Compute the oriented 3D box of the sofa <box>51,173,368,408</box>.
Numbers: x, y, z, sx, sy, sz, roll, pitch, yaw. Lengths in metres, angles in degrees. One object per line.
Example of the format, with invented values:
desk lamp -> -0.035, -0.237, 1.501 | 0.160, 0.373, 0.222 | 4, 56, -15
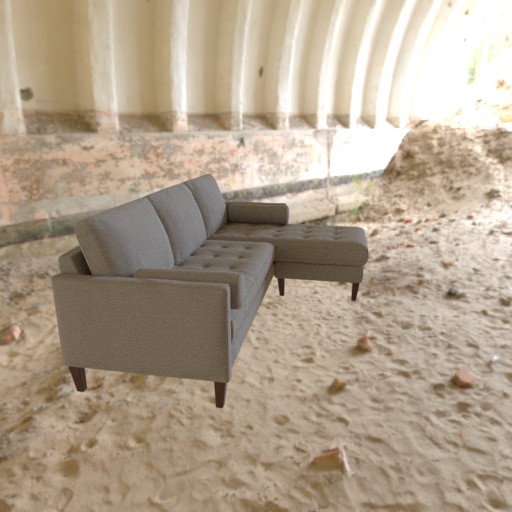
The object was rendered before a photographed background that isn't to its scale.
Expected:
sofa -> 0.000, 0.000, 2.940 | 1.506, 0.875, 2.178 | 3, 17, 10
